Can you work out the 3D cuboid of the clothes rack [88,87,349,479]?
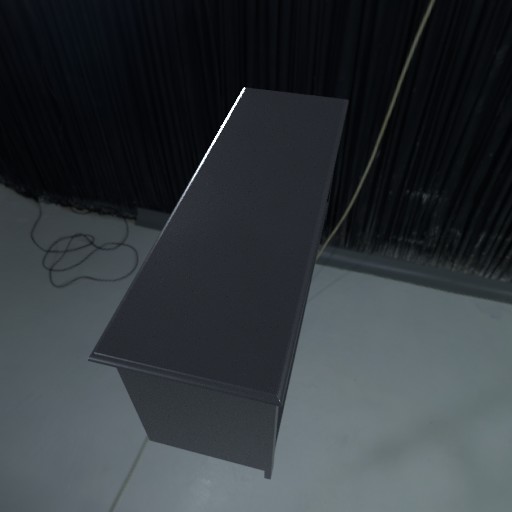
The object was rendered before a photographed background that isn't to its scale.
[{"bbox_3d":[0.000,0.000,1.473,0.406,0.556,1.219,10,48,10],"label":"clothes rack"}]
